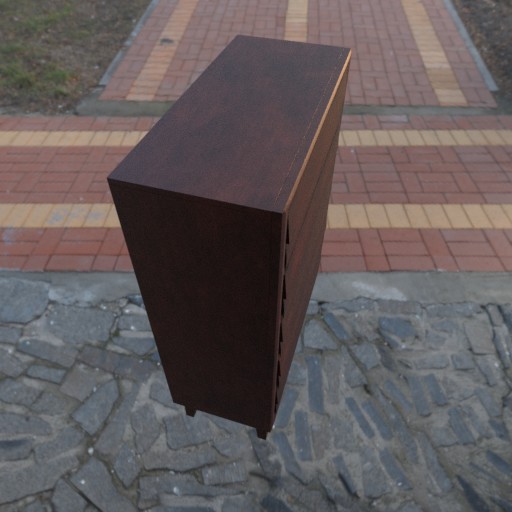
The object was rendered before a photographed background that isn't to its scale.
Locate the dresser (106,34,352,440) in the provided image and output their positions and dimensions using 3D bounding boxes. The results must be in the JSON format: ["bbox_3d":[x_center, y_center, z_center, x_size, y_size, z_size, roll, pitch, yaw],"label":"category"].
[{"bbox_3d":[0.000,0.000,2.036,0.506,1.514,1.072,13,48,12],"label":"dresser"}]
